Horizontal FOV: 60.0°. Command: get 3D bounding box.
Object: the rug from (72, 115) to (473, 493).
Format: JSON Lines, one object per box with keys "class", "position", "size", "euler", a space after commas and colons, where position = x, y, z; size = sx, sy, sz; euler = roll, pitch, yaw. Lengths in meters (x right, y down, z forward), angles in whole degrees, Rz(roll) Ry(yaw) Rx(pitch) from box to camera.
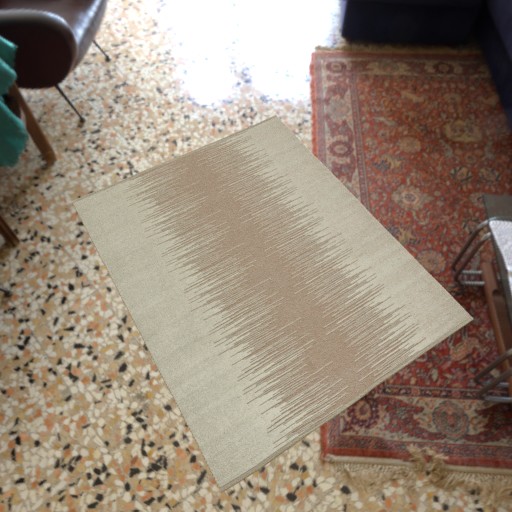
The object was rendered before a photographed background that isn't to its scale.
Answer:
{"class": "rug", "position": [0.000, 0.000, 4.070], "size": [2.438, 0.013, 3.048], "euler": [-28, 61, -17]}
